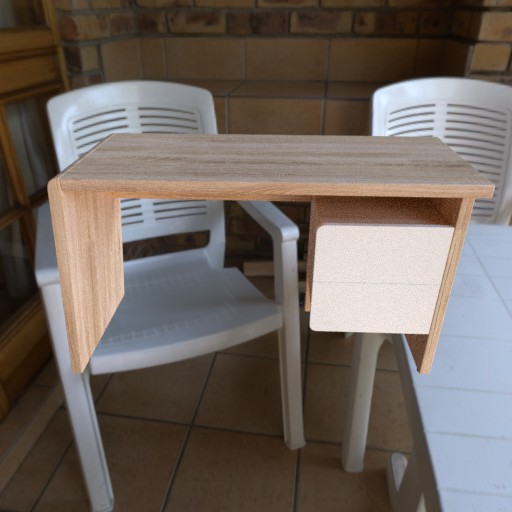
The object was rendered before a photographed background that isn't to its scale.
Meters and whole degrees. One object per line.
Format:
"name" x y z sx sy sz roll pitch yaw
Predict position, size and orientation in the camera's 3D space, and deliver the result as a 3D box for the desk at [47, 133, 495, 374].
"desk" 0.000 0.000 1.607 1.300 0.750 0.500 1 30 2
